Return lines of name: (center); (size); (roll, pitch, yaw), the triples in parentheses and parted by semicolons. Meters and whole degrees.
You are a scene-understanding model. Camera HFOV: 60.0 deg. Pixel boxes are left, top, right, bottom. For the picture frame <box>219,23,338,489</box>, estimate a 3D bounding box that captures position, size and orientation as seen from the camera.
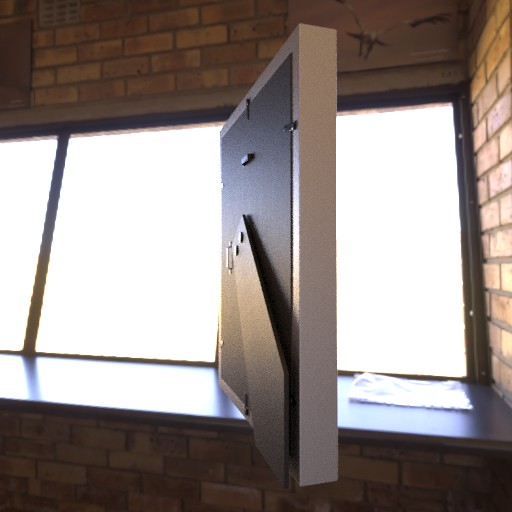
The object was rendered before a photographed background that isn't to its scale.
picture frame: (0.000, 0.000, 0.383); (0.036, 0.282, 0.233); (0, -1, -17)
